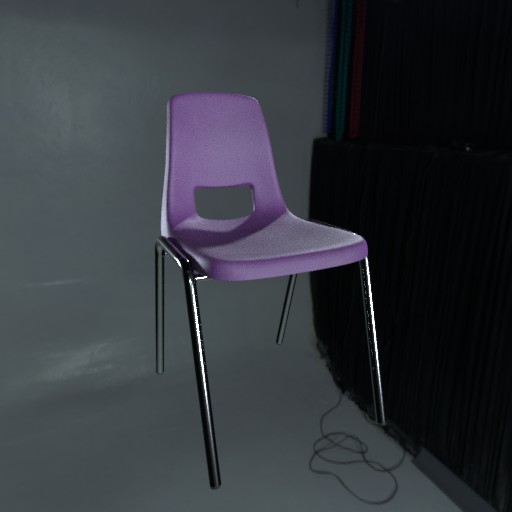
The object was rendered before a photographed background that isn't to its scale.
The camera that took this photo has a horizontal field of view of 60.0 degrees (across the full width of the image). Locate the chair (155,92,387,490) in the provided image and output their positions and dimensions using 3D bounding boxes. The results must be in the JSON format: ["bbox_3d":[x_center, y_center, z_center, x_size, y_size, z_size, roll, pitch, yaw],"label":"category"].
[{"bbox_3d":[0.000,0.000,0.905,0.381,0.654,0.432,-8,18,-26],"label":"chair"}]
